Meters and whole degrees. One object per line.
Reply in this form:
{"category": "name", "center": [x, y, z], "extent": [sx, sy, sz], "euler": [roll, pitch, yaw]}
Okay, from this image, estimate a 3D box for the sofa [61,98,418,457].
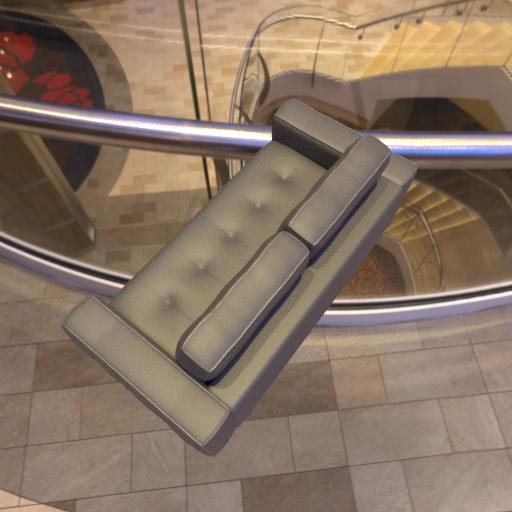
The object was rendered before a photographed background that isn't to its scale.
{"category": "sofa", "center": [0.000, 0.000, 2.233], "extent": [0.833, 0.893, 1.726], "euler": [34, 67, 17]}
